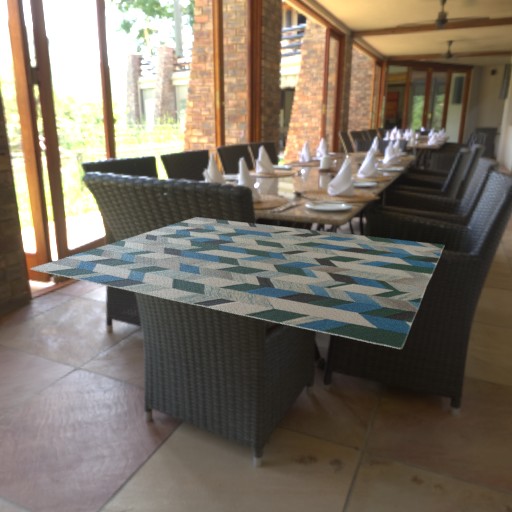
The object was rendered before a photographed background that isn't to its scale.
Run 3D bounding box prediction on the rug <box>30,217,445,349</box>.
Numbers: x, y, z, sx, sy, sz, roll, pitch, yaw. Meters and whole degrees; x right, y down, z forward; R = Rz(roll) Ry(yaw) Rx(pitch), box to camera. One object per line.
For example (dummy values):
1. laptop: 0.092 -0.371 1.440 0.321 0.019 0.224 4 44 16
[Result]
1. rug: 0.000 0.000 4.094 3.036 0.008 2.440 8 18 26
